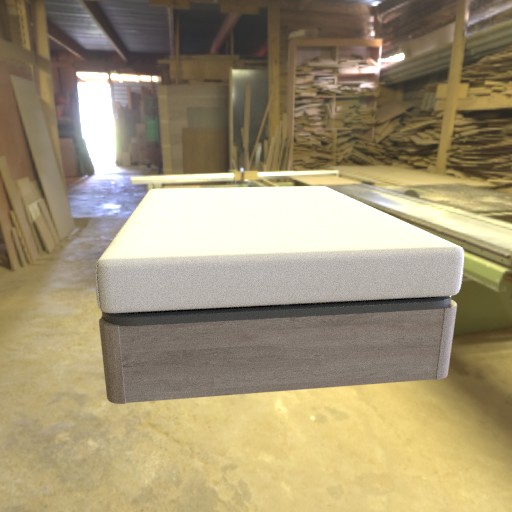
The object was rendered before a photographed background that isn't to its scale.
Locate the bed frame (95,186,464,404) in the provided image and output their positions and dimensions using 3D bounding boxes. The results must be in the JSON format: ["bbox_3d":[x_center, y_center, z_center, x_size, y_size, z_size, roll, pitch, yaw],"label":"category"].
[{"bbox_3d":[0.000,0.000,2.566,1.400,0.561,1.900,-2,16,-7],"label":"bed frame"}]
